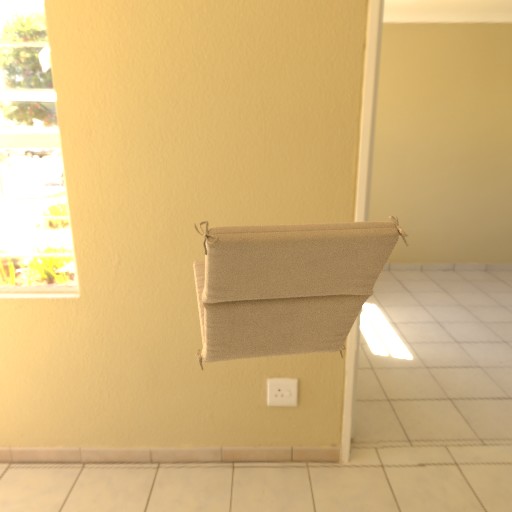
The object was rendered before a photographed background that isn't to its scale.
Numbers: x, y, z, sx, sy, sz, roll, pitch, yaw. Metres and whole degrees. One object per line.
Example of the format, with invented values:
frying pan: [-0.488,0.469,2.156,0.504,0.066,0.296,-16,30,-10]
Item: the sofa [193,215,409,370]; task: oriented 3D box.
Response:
sofa: [0.000,0.000,1.977,0.582,0.622,1.663,-3,16,-9]
